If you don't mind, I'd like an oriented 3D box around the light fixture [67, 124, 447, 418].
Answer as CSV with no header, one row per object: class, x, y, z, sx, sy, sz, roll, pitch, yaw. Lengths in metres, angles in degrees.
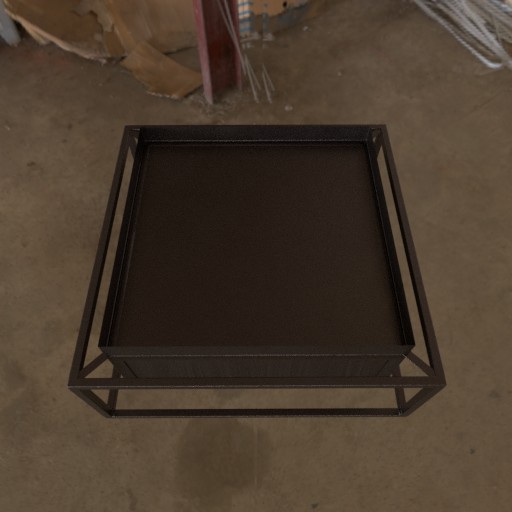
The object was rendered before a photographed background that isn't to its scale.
light fixture,0.000,0.000,0.687,0.441,0.191,0.441,0,58,0
